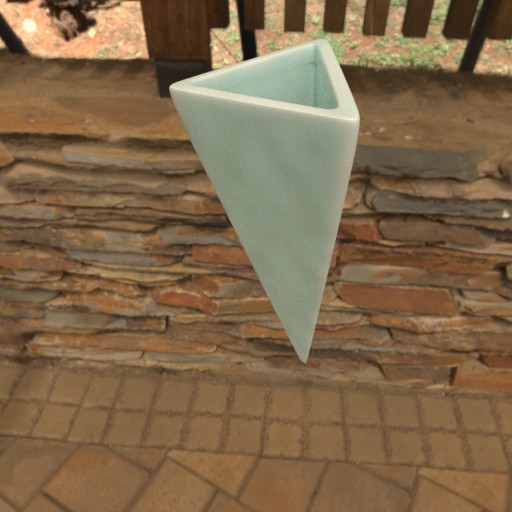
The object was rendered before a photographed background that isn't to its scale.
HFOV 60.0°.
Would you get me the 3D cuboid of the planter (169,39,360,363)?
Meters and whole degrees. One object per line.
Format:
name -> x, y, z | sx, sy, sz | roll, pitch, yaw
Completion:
planter -> 0.000, 0.000, 0.218 | 0.064, 0.178, 0.080 | 0, 42, 0
